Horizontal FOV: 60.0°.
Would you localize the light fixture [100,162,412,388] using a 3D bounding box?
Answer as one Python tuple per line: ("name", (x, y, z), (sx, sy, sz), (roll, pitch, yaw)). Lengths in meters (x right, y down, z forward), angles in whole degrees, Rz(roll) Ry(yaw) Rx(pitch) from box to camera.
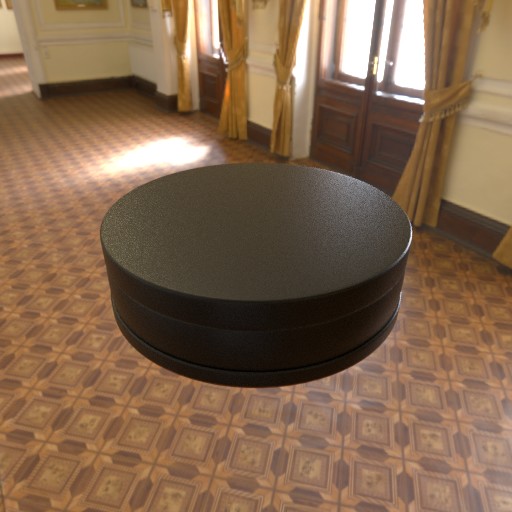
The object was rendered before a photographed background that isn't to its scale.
("light fixture", (0.000, 0.000, 0.439), (0.283, 0.097, 0.283), (0, 31, 0))
